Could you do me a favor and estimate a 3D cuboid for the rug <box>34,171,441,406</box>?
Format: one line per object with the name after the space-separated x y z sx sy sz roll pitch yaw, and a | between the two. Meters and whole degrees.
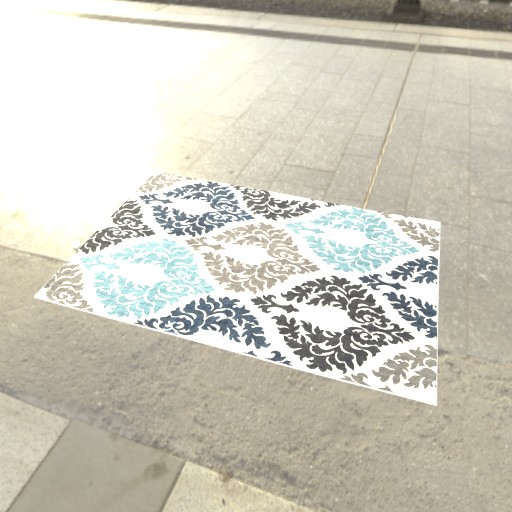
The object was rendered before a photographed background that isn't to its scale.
0.000 0.000 2.883 2.275 0.014 1.514 12 43 13 | rug
